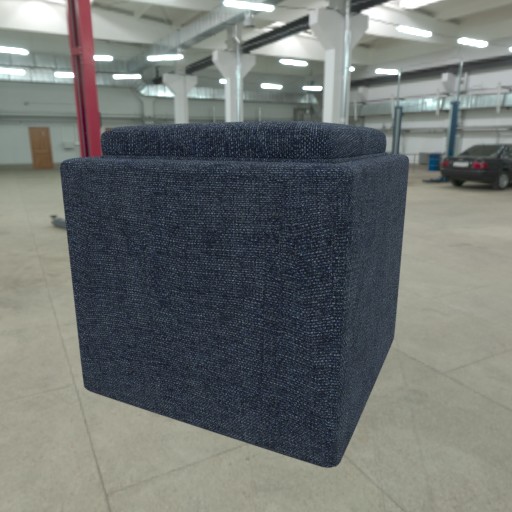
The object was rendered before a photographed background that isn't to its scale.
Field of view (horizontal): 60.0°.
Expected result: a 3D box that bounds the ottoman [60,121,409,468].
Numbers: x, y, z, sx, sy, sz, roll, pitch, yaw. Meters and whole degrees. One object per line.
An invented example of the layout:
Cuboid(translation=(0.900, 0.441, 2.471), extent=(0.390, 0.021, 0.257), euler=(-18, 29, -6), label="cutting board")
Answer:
Cuboid(translation=(0.000, 0.000, 0.801), extent=(0.450, 0.460, 0.450), euler=(7, 16, 25), label="ottoman")
